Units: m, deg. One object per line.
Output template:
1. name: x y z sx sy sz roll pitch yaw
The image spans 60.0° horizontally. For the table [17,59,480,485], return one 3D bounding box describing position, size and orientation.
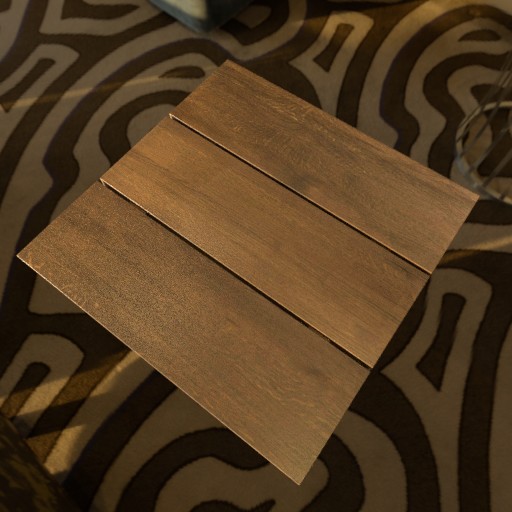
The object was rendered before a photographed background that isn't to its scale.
1. table: 0.000 0.000 1.385 0.900 0.400 0.900 34 69 15
